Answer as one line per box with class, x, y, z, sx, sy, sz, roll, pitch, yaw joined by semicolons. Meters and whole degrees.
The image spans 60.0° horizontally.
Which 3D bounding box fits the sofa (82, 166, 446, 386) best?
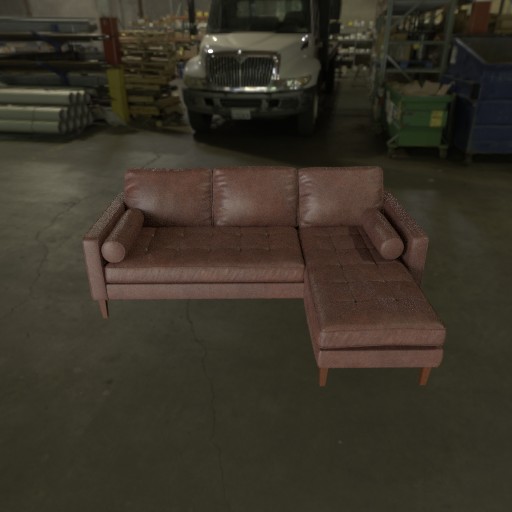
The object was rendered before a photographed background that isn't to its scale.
sofa;0.000;0.000;2.912;2.185;0.841;1.613;0;27;-1
